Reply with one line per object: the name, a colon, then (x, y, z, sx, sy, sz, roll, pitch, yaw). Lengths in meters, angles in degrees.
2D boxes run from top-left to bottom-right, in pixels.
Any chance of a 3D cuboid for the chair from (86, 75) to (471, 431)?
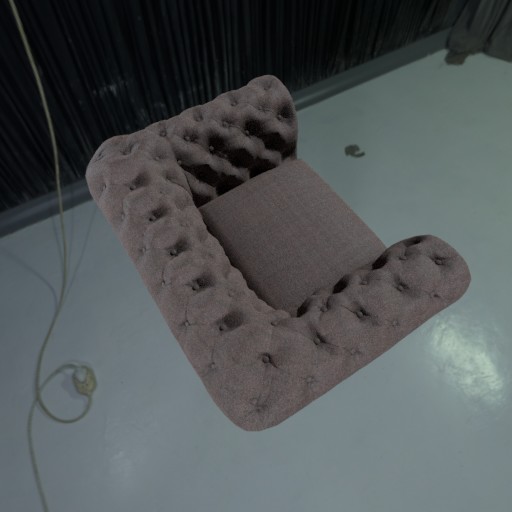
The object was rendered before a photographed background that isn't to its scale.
chair: (0.000, 0.000, 1.888, 0.945, 0.780, 1.298, -29, 63, -16)
